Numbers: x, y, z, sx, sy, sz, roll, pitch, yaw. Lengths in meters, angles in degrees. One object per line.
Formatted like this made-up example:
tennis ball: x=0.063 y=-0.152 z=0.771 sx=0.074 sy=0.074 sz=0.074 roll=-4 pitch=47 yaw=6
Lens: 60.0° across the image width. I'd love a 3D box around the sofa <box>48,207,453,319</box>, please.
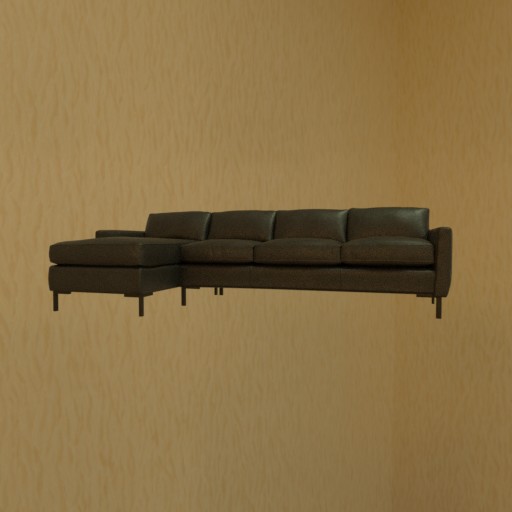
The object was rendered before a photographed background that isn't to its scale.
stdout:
sofa: x=0.000 y=0.000 z=3.687 sx=2.993 sy=0.859 sz=1.471 roll=1 pitch=2 yaw=18
